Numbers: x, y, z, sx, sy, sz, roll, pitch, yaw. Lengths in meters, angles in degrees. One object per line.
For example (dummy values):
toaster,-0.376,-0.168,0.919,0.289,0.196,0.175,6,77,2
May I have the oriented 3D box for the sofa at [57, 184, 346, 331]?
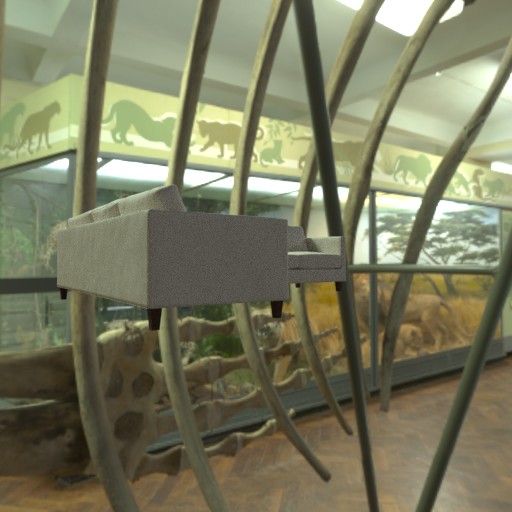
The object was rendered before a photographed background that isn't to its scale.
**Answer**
sofa,0.000,0.000,4.354,3.182,0.863,2.432,0,0,-35
